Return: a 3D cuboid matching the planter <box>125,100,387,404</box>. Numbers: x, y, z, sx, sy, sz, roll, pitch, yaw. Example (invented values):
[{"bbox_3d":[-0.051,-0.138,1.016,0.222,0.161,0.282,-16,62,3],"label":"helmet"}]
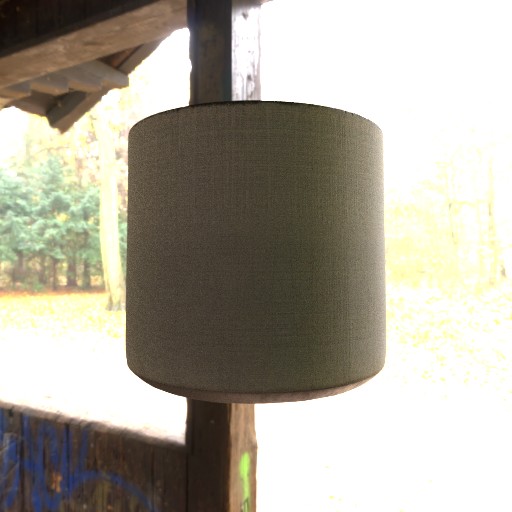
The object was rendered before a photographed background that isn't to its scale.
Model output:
[{"bbox_3d":[0.000,0.000,0.390,0.221,0.201,0.221,0,0,0],"label":"planter"}]
